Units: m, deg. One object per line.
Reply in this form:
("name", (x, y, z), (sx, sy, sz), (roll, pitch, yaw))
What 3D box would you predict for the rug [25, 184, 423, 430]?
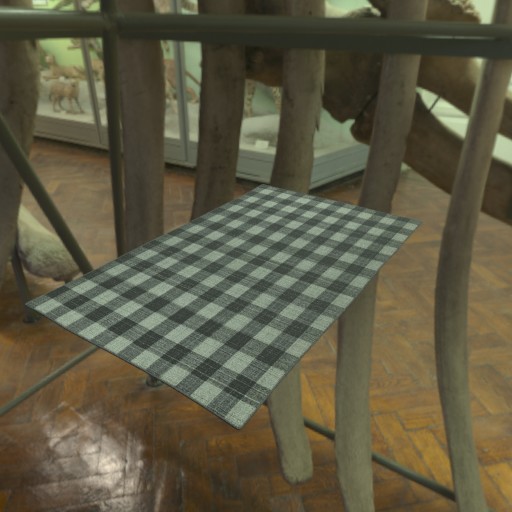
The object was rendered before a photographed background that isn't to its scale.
("rug", (0.000, 0.000, 3.048), (1.554, 0.011, 2.476), (18, 34, 30))
